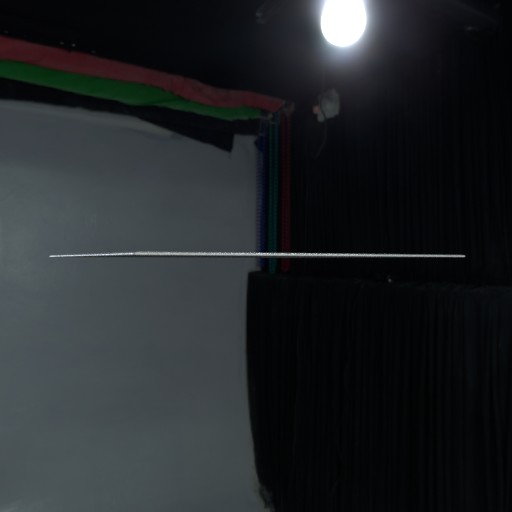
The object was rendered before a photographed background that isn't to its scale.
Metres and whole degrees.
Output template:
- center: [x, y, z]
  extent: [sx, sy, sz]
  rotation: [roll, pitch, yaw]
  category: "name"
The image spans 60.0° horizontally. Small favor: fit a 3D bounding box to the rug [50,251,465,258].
- center: [0.000, 0.000, 2.913]
  extent: [2.213, 0.014, 1.608]
  rotation: [0, -1, -35]
  category: "rug"
